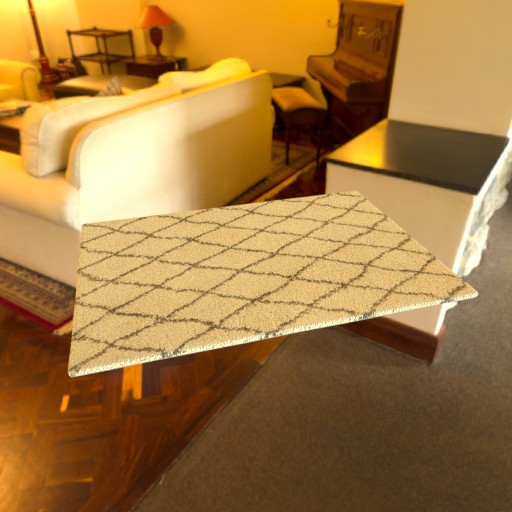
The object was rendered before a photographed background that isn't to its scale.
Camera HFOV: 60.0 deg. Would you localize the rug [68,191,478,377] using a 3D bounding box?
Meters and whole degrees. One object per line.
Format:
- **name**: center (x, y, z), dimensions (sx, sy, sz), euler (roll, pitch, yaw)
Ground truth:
- **rug**: center (0.000, 0.000, 2.320), dimensions (1.778, 0.030, 1.219), euler (-9, 33, -14)
